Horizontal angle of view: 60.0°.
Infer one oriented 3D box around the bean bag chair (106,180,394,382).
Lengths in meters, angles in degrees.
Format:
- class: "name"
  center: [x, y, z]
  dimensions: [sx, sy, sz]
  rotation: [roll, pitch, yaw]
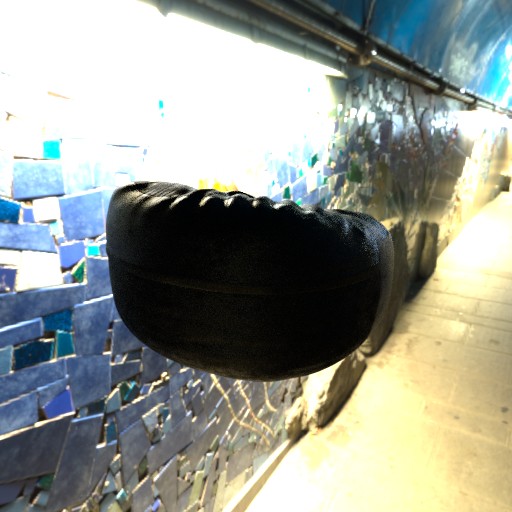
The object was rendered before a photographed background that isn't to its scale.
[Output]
- class: "bean bag chair"
  center: [0.000, 0.000, 2.484]
  dimensions: [1.524, 0.878, 1.524]
  rotation: [15, 21, 43]
